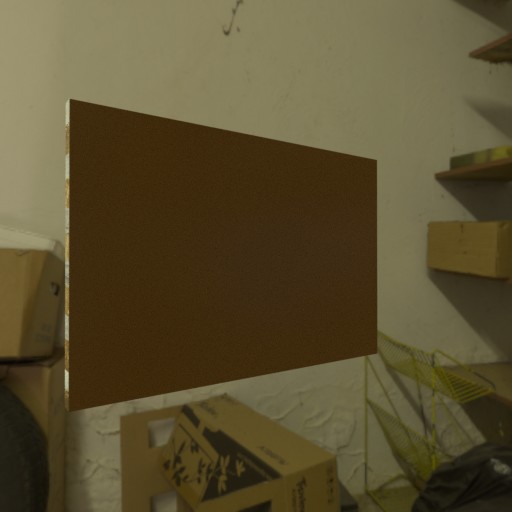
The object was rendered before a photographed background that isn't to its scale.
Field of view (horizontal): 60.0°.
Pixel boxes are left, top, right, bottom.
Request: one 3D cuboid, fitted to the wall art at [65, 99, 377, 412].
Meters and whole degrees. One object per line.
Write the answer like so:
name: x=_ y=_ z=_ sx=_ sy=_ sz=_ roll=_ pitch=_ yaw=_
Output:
wall art: x=0.000 y=0.000 z=1.426 sx=1.145 sy=0.762 sz=0.041 roll=0 pitch=-1 yaw=-36
